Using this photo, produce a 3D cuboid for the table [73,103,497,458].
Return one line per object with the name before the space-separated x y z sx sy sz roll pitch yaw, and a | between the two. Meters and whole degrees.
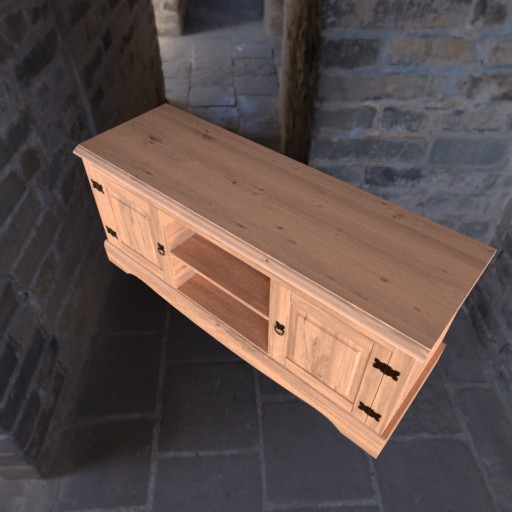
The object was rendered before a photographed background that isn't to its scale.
table | 0.000 0.000 1.426 1.200 0.510 0.400 31 52 27
